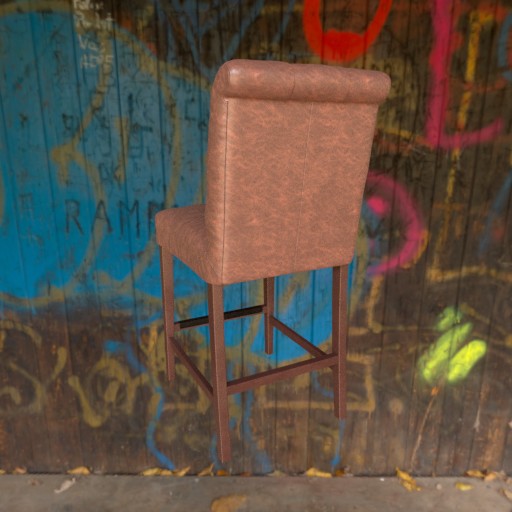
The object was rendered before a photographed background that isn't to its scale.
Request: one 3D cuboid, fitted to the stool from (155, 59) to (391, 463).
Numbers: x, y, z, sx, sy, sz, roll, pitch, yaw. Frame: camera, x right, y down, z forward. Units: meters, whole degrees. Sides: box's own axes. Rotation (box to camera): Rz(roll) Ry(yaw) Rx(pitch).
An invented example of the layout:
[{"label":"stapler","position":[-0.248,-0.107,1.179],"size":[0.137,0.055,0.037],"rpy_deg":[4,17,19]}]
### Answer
[{"label":"stool","position":[0.000,0.000,1.439],"size":[0.486,1.084,0.660],"rpy_deg":[-8,17,-27]}]
